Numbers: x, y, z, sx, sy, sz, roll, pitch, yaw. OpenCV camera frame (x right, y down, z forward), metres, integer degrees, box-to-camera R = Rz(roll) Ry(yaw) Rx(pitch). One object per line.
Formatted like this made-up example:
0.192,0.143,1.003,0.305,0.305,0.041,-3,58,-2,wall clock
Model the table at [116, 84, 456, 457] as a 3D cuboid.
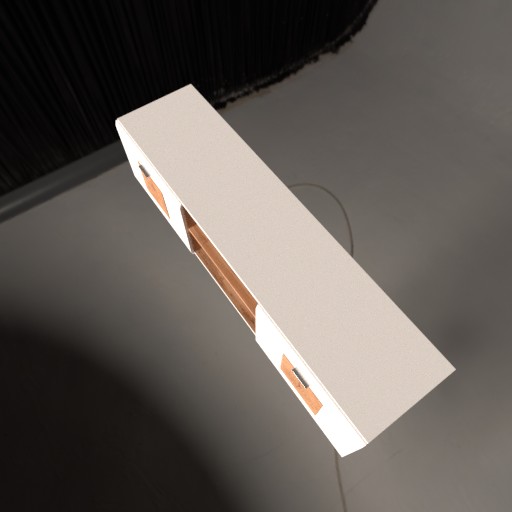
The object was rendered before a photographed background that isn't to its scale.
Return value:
0.000,0.000,1.796,0.400,0.440,1.550,-32,66,-16,table
